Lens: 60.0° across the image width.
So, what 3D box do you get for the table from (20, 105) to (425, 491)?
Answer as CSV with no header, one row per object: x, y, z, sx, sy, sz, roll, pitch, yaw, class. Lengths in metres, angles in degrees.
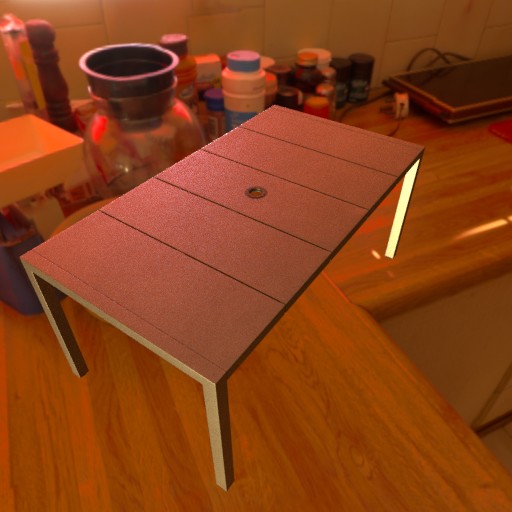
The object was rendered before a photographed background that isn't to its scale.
0.000,0.000,2.162,0.914,0.735,1.680,25,47,26,table
